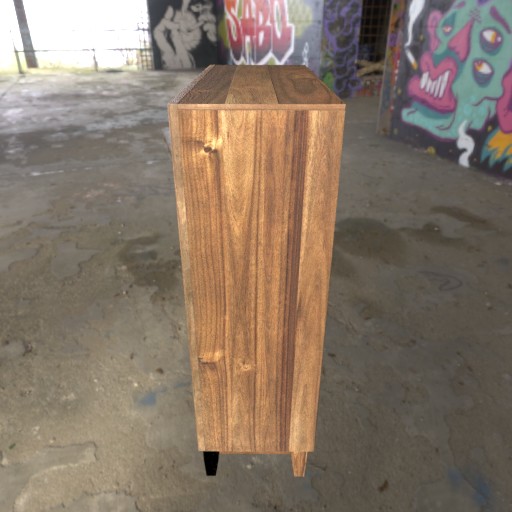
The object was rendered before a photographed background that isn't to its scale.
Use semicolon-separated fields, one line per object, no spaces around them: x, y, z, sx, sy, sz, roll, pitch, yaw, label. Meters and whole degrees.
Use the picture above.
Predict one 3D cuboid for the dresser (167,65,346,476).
0.000;0.000;1.861;0.442;1.393;1.062;0;28;0;dresser
